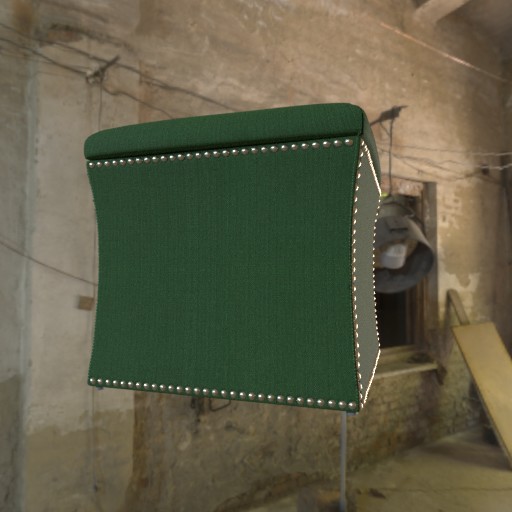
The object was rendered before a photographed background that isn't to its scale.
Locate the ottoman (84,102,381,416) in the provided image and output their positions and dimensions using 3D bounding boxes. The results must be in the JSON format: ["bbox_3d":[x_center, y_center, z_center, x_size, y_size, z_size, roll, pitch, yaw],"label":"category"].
[{"bbox_3d":[0.000,0.000,0.919,0.497,0.475,0.507,-1,-2,18],"label":"ottoman"}]
